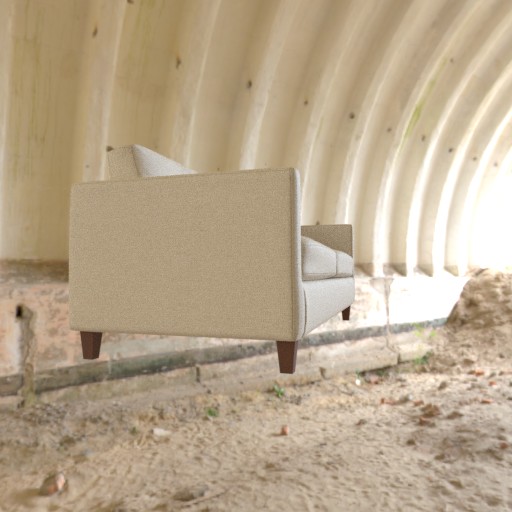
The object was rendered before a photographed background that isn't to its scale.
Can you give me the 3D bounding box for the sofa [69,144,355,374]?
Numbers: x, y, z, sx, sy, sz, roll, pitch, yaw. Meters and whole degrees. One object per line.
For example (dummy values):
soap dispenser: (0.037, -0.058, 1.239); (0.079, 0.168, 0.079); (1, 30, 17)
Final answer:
sofa: (0.000, 0.000, 2.539); (0.965, 0.889, 1.981); (-1, -2, 18)
